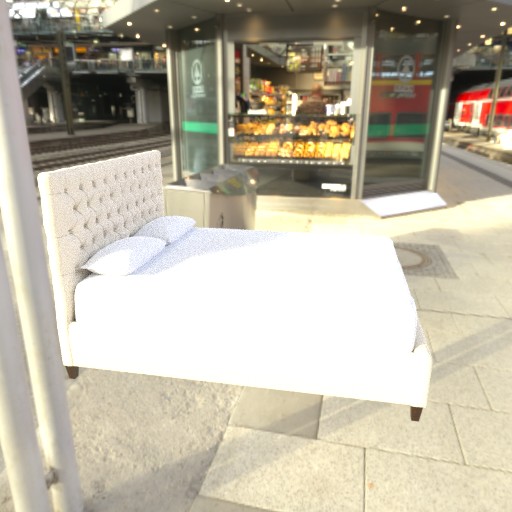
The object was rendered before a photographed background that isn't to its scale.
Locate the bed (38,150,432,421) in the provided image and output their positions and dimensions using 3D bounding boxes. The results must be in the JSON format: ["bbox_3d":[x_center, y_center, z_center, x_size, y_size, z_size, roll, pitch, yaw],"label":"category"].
[{"bbox_3d":[0.000,0.000,3.416,2.387,1.427,1.698,4,18,11],"label":"bed"}]
